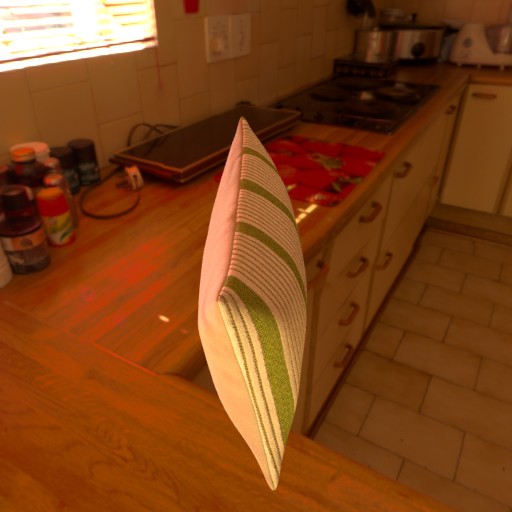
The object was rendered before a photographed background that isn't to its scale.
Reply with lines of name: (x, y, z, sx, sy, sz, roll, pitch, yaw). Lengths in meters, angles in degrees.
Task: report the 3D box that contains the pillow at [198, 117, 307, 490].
pillow: (0.000, 0.000, 0.714, 0.156, 0.292, 0.608, 0, 32, 0)
